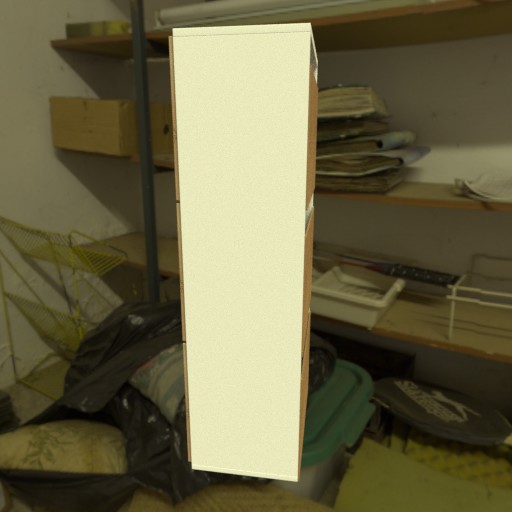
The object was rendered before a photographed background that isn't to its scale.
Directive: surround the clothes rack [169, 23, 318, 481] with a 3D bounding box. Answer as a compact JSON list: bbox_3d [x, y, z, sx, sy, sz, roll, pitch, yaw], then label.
[{"bbox_3d":[0.000,0.000,1.374,0.331,1.187,0.500,2,15,9],"label":"clothes rack"}]
